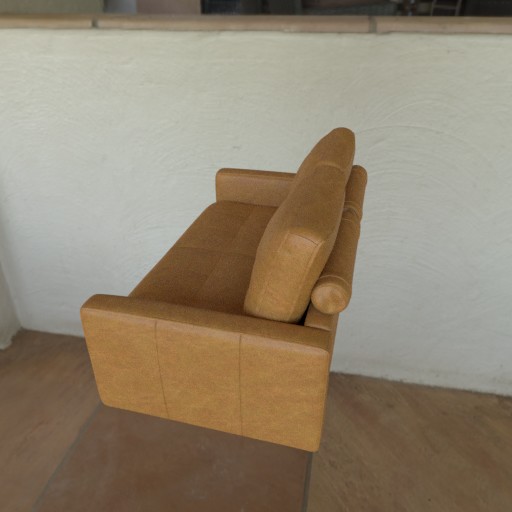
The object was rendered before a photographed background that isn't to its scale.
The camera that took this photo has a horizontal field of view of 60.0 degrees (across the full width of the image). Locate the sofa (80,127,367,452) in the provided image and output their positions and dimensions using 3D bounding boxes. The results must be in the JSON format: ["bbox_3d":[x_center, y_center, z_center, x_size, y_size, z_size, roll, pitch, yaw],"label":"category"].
[{"bbox_3d":[0.000,0.000,1.963,0.868,0.898,1.430,8,31,13],"label":"sofa"}]
